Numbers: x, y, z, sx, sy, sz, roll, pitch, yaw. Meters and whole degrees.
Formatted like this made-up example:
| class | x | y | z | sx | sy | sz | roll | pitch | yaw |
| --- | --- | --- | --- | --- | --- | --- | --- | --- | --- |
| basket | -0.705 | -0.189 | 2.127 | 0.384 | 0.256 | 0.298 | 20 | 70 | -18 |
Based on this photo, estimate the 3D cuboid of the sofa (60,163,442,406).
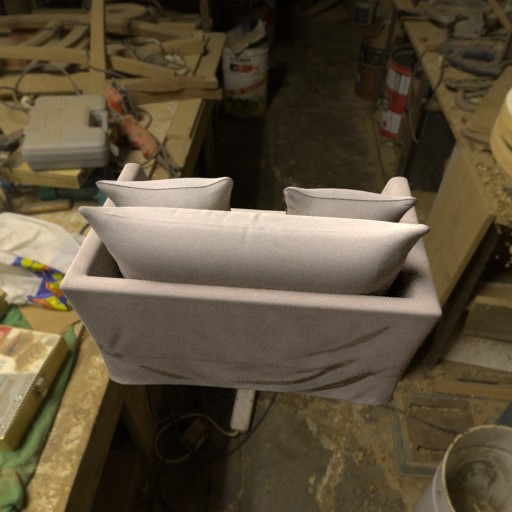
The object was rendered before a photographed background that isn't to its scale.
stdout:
| class | x | y | z | sx | sy | sz | roll | pitch | yaw |
| --- | --- | --- | --- | --- | --- | --- | --- | --- | --- |
| sofa | 0.000 | 0.000 | 2.322 | 1.608 | 1.040 | 1.035 | 4 | 45 | 4 |
